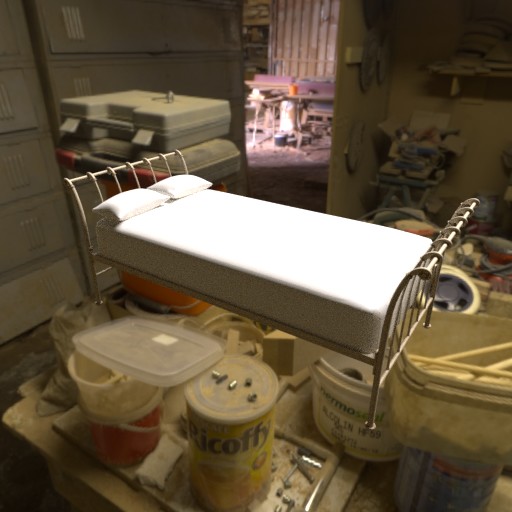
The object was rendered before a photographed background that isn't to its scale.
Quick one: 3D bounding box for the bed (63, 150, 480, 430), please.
[{"bbox_3d":[0.000,0.000,2.744,2.228,0.873,1.032,16,30,30],"label":"bed"}]
